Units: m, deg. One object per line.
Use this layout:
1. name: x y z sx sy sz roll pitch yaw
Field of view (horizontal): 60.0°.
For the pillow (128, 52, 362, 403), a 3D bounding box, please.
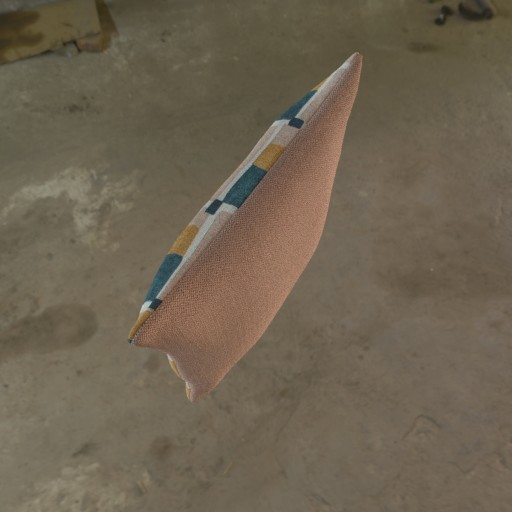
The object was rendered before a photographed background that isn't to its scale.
1. pillow: 0.000 0.000 0.730 0.158 0.479 0.478 31 68 14
